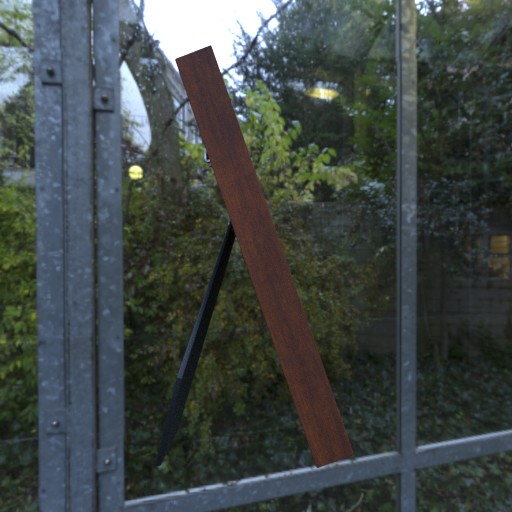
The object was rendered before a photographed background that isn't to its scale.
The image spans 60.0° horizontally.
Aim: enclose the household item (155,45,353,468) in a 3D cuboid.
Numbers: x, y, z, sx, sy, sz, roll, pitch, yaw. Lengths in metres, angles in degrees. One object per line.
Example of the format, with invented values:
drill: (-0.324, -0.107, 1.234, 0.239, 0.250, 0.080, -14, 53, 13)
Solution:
household item: (0.000, 0.000, 0.293, 0.096, 0.204, 0.160, 0, 0, 1)
